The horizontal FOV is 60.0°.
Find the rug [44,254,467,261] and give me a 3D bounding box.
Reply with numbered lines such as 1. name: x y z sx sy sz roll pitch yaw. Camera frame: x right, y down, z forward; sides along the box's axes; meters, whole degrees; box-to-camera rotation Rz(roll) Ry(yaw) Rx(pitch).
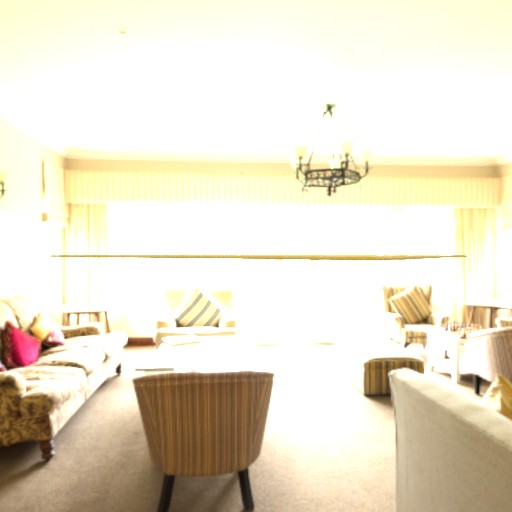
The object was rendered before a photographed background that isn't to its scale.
1. rug: 0.000 0.000 2.845 2.205 0.014 1.589 0 1 36
